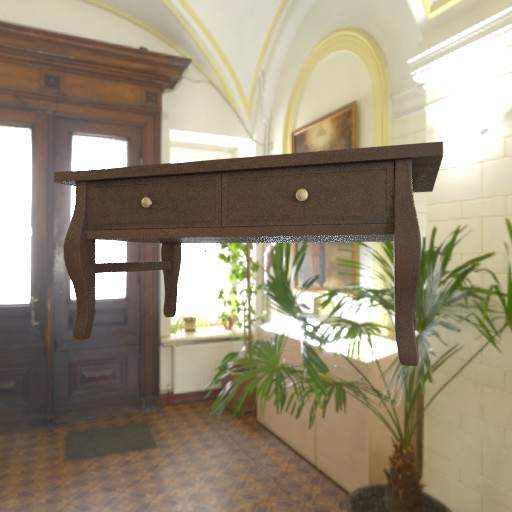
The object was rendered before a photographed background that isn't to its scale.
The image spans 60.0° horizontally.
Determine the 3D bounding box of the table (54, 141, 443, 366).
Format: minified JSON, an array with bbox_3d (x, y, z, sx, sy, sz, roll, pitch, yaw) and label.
[{"bbox_3d":[0.000,0.000,1.406,1.062,0.494,0.600,0,0,20],"label":"table"}]
